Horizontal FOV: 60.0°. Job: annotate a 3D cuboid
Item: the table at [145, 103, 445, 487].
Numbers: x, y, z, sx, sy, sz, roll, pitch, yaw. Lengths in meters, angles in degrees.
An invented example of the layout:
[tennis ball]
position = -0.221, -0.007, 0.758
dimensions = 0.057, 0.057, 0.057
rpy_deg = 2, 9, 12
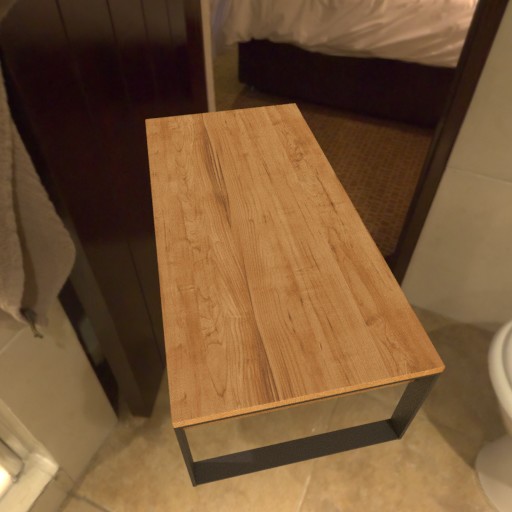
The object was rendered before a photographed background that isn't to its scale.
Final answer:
[table]
position = 0.000, 0.000, 1.446
dimensions = 0.590, 0.400, 1.180
rpy_deg = -9, 47, -8
